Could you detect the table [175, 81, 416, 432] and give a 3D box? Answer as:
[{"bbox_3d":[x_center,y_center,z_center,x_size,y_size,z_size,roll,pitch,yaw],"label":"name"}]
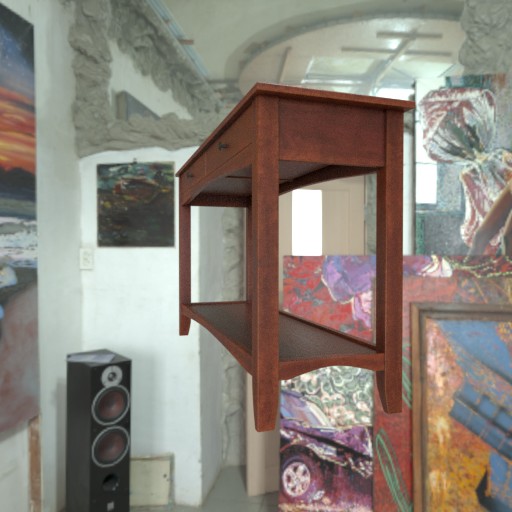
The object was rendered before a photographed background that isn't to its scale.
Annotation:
[{"bbox_3d":[0.000,0.000,1.540,0.392,0.739,1.188,0,1,-18],"label":"table"}]
